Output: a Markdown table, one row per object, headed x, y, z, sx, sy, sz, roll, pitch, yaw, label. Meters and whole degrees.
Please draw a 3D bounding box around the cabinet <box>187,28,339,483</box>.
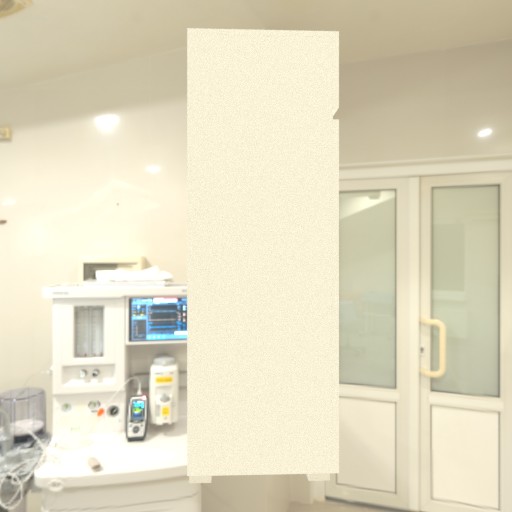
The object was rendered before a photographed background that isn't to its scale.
| x | y | z | sx | sy | sz | roll | pitch | yaw | label |
| --- | --- | --- | --- | --- | --- | --- | --- | --- | --- |
| 0.000 | 0.000 | 1.665 | 0.400 | 1.190 | 1.000 | 0 | 0 | -2 | cabinet |
